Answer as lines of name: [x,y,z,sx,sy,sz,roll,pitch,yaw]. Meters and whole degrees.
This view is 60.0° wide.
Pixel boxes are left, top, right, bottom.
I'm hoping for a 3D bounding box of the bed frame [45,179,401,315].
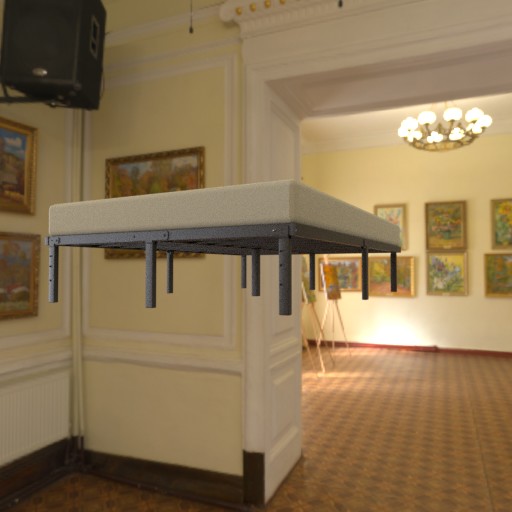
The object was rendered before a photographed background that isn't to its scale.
bed frame: [0.000,0.000,3.763,2.205,0.680,2.842,-1,-2,36]
